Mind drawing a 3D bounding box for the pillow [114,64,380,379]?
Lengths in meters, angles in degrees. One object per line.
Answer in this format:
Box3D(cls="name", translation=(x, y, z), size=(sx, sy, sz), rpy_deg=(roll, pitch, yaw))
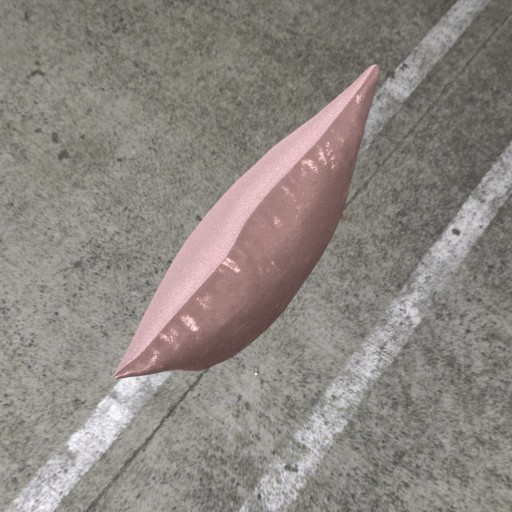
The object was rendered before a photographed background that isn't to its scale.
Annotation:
Box3D(cls="pillow", translation=(0.000, 0.000, 0.708), size=(0.175, 0.464, 0.470), rpy_deg=(38, 78, 9))
